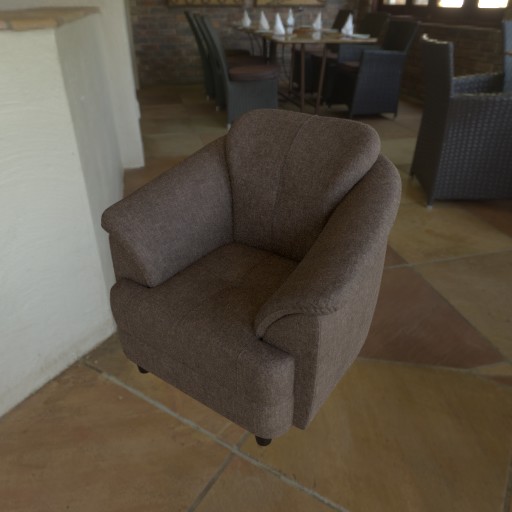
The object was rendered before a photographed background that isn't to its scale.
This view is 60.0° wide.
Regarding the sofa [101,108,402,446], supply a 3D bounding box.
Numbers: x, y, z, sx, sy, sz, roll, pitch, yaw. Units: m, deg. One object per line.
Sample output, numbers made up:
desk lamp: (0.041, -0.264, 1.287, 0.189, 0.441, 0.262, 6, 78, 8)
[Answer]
sofa: (0.000, 0.000, 1.505, 0.870, 0.811, 0.794, 19, 35, 30)
